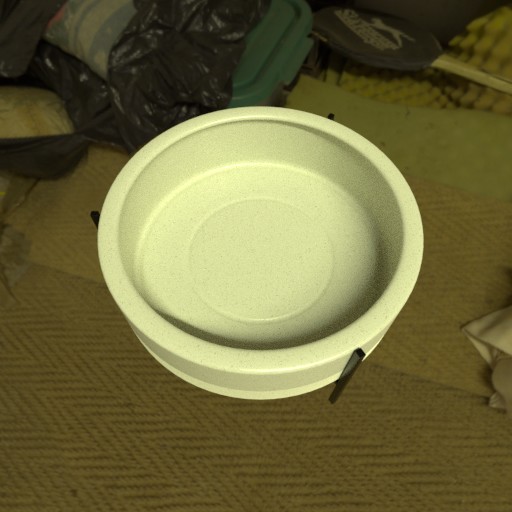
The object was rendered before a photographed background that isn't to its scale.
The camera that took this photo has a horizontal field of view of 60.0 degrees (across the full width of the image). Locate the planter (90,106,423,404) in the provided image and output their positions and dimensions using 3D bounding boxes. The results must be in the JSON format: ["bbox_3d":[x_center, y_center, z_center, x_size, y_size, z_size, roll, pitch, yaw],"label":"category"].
[{"bbox_3d":[0.000,0.000,0.533,0.345,0.171,0.336,0,59,0],"label":"planter"}]
